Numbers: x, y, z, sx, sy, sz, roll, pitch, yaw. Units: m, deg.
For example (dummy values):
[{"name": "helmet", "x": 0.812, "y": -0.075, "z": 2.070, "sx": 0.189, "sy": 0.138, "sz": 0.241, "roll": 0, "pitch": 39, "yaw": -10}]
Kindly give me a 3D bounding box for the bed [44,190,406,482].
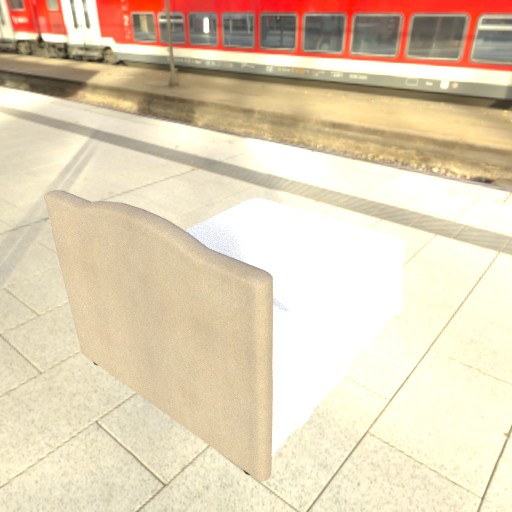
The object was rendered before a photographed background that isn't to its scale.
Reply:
[{"name": "bed", "x": 0.000, "y": 0.000, "z": 3.298, "sx": 1.744, "sy": 1.441, "sz": 2.128, "roll": 21, "pitch": 35, "yaw": 32}]
